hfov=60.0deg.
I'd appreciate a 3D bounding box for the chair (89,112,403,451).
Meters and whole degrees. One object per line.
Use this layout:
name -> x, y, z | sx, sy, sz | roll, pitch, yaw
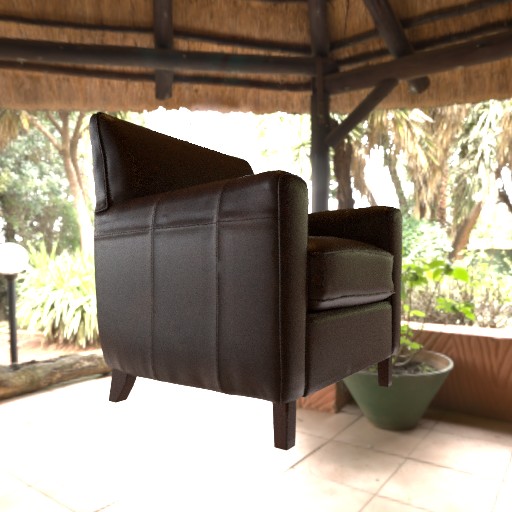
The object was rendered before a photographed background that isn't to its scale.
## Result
chair -> 0.000, 0.000, 1.554 | 0.823, 0.943, 0.870 | -1, -2, 36
